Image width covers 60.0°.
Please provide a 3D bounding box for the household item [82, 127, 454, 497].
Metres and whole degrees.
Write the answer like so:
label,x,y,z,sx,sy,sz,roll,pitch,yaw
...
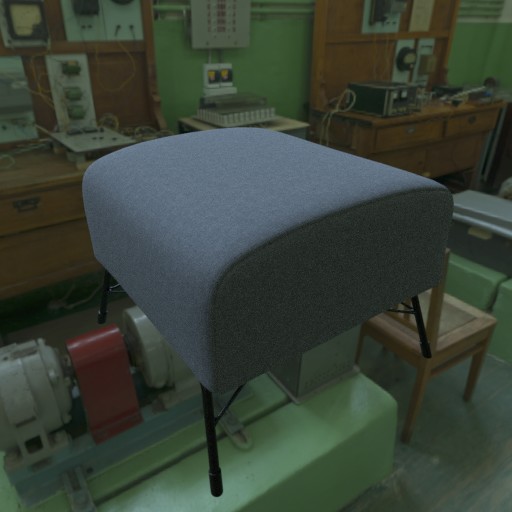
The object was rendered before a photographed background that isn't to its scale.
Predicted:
label,x,y,z,sx,sy,sz,roll,pitch,yaw
household item,0.000,0.000,0.876,0.530,0.410,0.530,-19,34,-31
